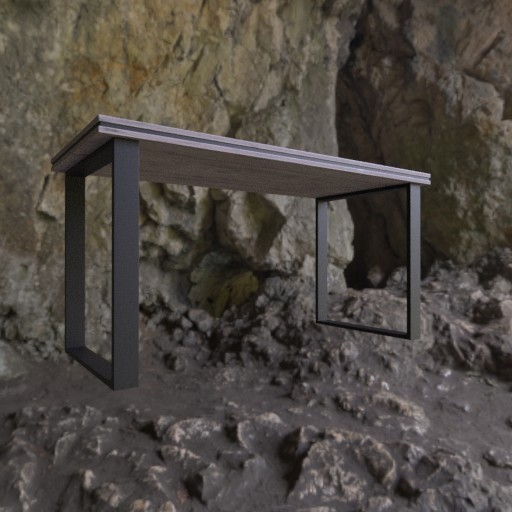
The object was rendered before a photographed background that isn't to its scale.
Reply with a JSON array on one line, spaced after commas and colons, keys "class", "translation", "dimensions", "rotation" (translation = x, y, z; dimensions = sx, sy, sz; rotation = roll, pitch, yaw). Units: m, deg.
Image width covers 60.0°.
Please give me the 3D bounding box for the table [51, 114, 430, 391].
[{"class": "table", "translation": [0.000, 0.000, 2.247], "dimensions": [1.778, 0.899, 0.795], "rotation": [0, 0, -35]}]
